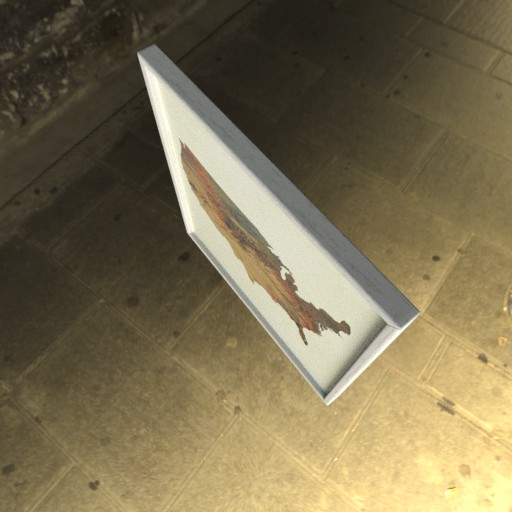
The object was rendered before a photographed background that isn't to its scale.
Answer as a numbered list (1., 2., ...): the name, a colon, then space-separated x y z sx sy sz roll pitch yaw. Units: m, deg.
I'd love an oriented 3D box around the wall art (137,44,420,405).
1. wall art: 0.000 0.000 1.927 0.078 1.288 1.287 -35 68 -16
